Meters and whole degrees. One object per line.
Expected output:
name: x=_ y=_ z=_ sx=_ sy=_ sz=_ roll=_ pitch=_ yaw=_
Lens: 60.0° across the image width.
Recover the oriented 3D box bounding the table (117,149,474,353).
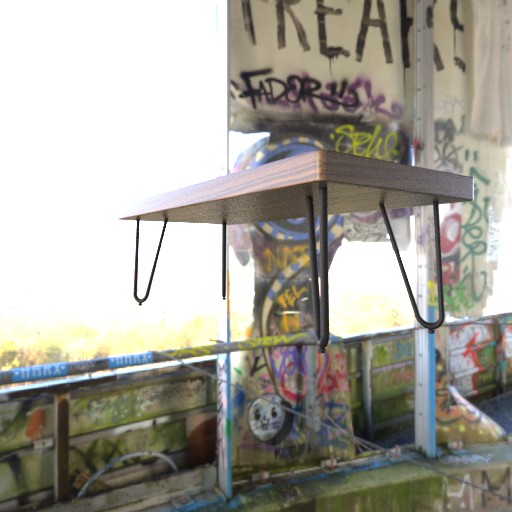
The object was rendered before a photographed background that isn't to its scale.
table: x=0.000 y=0.000 z=1.695 sx=0.637 sy=0.468 sz=1.375 roll=0 pitch=0 yaw=-35
